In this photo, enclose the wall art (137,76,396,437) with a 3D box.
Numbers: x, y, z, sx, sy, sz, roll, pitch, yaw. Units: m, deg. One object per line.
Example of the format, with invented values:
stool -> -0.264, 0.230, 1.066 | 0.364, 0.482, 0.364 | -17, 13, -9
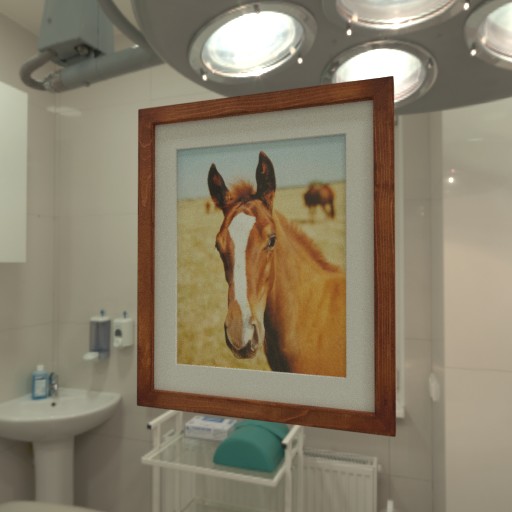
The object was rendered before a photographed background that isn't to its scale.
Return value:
wall art -> 0.000, 0.000, 0.772 | 0.462, 0.558, 0.030 | 0, -1, 19
